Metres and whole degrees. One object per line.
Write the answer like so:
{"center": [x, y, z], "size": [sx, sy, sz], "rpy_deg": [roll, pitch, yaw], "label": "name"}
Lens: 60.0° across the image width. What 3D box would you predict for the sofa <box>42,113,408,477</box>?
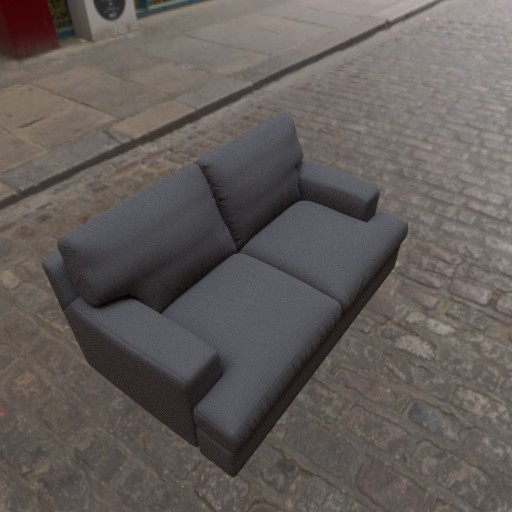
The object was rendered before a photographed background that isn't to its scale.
{"center": [0.000, 0.000, 2.511], "size": [1.143, 0.940, 1.880], "rpy_deg": [26, 46, 27], "label": "sofa"}
